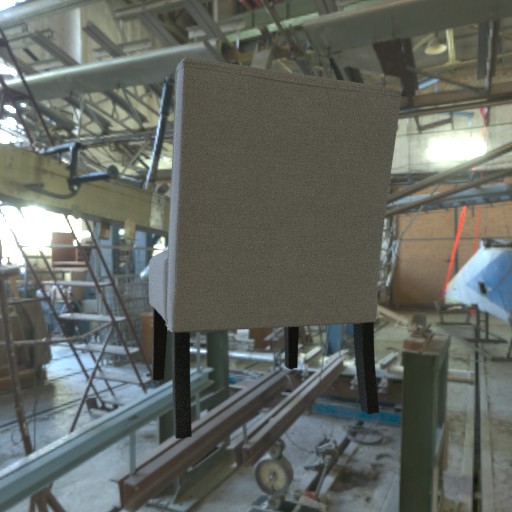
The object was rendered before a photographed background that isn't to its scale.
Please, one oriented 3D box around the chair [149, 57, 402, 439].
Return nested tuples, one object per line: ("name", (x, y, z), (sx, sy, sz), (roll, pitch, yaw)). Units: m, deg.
("chair", (0.000, 0.000, 1.323), (0.569, 0.853, 0.676), (0, -1, -19))
